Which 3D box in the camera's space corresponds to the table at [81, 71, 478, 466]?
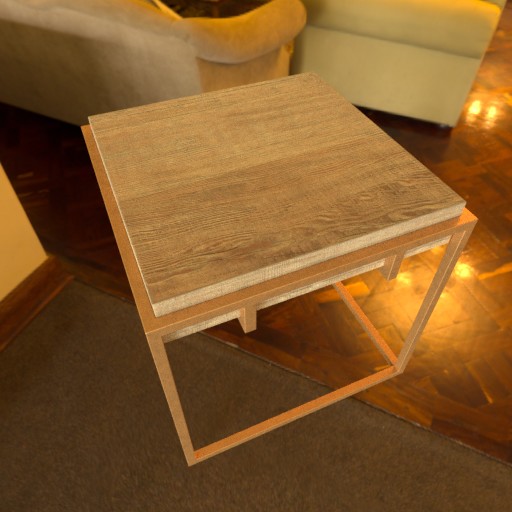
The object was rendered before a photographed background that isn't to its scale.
[{"bbox_3d":[0.000,0.000,1.082,0.599,0.584,0.599,-18,49,-16],"label":"table"}]
